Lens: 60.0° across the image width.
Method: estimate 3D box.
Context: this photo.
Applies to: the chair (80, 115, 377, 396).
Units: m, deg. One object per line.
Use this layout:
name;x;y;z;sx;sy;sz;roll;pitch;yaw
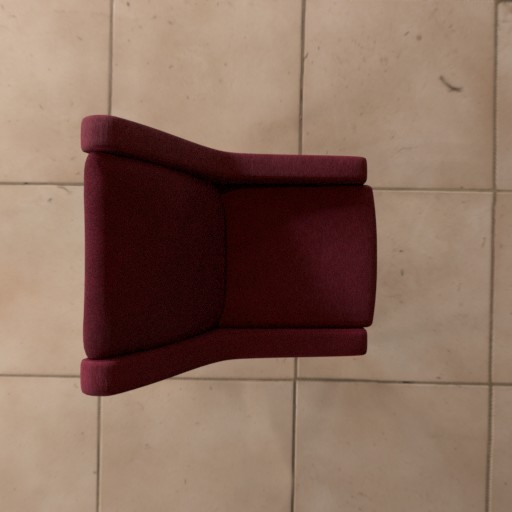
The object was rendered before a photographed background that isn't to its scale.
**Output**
chair;0.000;0.000;1.715;0.985;1.017;0.793;0;90;0
